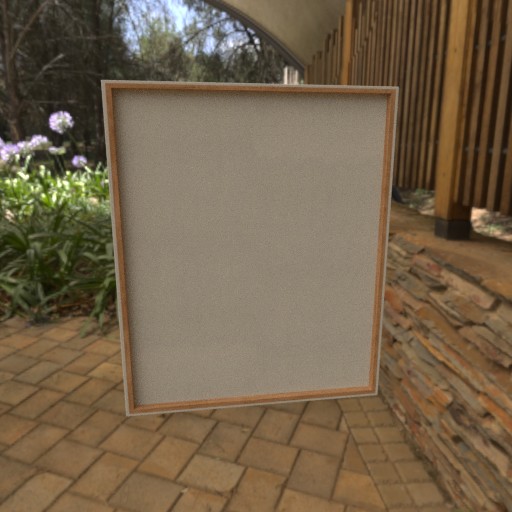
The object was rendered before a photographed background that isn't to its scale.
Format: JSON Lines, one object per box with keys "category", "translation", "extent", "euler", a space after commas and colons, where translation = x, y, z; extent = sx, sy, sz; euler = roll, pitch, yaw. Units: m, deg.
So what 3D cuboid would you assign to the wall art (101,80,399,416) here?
{"category": "wall art", "translation": [0.000, 0.000, 0.834], "extent": [0.508, 0.606, 0.037], "euler": [-2, 13, -9]}
